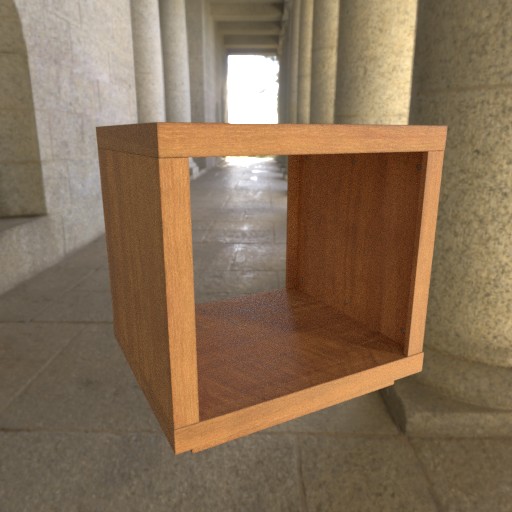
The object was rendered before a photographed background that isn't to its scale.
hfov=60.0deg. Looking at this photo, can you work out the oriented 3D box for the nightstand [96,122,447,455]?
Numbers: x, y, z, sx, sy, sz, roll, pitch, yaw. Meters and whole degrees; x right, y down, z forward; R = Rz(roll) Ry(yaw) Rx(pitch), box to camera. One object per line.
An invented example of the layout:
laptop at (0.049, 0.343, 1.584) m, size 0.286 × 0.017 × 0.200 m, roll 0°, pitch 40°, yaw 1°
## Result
nightstand at (0.000, 0.000, 0.871) m, size 0.493 × 0.491 × 0.436 m, roll -8°, pitch 17°, yaw -27°
